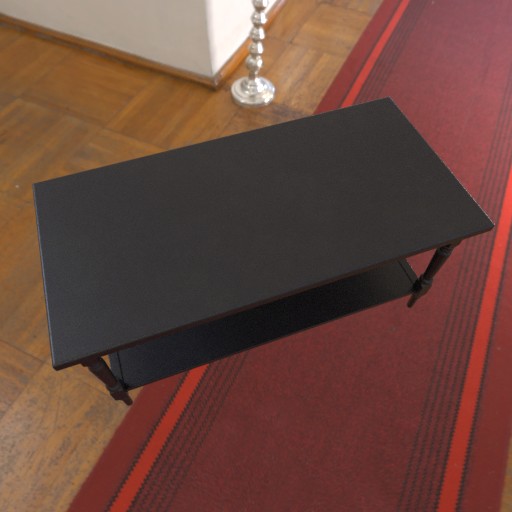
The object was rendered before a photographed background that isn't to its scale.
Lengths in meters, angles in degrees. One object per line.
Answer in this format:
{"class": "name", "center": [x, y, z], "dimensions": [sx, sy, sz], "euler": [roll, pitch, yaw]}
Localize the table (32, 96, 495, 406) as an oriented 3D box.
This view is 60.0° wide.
{"class": "table", "center": [0.000, 0.000, 1.386], "dimensions": [1.107, 0.510, 0.550], "euler": [-17, 58, -11]}
